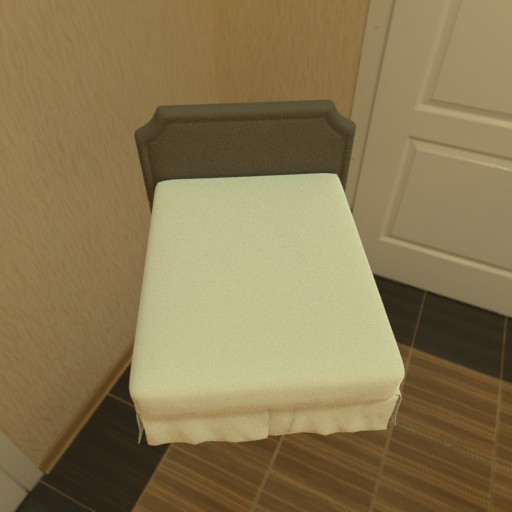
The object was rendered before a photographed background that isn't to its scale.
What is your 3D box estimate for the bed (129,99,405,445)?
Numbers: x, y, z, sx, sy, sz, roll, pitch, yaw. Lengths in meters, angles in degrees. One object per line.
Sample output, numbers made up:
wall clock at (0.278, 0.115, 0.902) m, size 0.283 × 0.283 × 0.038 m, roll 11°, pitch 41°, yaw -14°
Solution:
bed at (0.000, 0.000, 3.216) m, size 1.831 × 1.297 × 2.181 m, roll -3°, pitch 46°, yaw -3°
